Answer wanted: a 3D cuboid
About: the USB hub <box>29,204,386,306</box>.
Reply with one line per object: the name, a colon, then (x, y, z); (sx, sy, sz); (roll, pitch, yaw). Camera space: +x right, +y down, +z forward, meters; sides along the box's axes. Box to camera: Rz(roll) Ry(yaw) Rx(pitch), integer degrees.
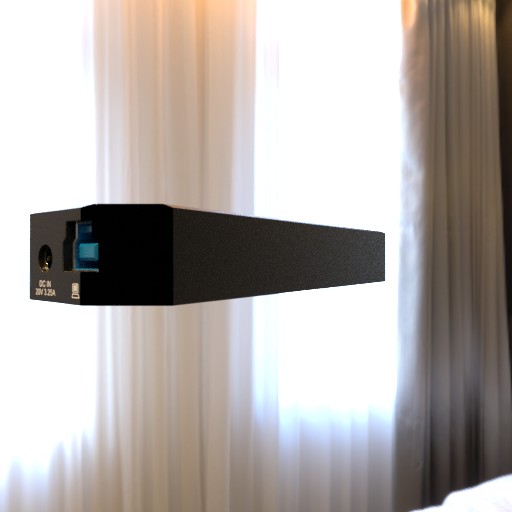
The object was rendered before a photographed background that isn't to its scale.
USB hub: (0.000, 0.000, 0.161); (0.044, 0.023, 0.145); (0, 0, 37)
